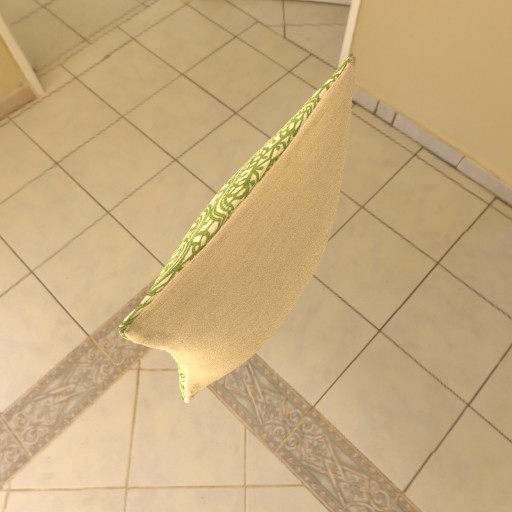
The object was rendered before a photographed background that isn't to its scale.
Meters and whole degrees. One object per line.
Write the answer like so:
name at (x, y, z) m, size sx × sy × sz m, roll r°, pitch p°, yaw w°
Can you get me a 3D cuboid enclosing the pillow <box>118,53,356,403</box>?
pillow at (0.000, 0.000, 0.661) m, size 0.162 × 0.419 × 0.440 m, roll 32°, pitch 68°, yaw 14°
